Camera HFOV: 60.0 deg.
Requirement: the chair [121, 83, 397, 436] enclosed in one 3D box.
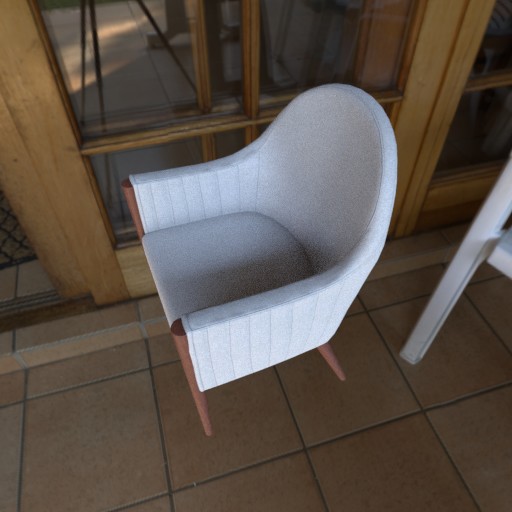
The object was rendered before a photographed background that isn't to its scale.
[{"bbox_3d":[0.000,0.000,1.316,0.620,0.889,0.610,-17,50,-15],"label":"chair"}]
